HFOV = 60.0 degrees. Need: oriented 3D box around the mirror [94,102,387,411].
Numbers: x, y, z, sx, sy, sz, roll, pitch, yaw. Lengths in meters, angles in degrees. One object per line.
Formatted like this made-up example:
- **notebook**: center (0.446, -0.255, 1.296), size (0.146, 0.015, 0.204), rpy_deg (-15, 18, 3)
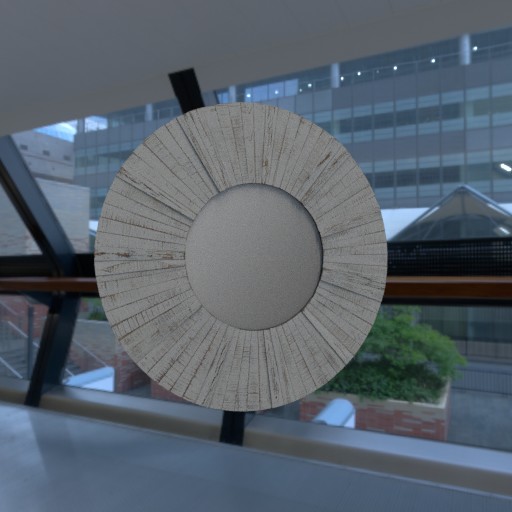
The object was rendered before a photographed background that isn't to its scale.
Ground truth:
- **mirror**: center (0.000, 0.000, 1.335), size (0.914, 0.914, 0.038), rpy_deg (0, -1, -19)
